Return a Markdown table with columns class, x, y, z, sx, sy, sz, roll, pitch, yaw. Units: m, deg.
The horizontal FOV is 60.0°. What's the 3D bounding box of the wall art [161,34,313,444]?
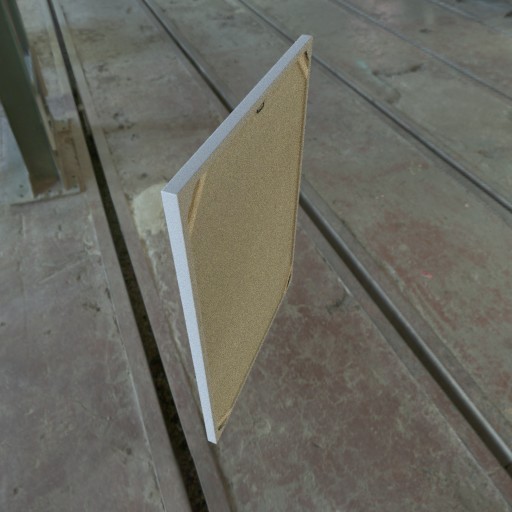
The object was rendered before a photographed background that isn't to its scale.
| class | x | y | z | sx | sy | sz | roll | pitch | yaw |
| --- | --- | --- | --- | --- | --- | --- | --- | --- | --- |
| wall art | 0.000 | 0.000 | 1.594 | 0.038 | 1.212 | 0.914 | 16 | 48 | 15 |
